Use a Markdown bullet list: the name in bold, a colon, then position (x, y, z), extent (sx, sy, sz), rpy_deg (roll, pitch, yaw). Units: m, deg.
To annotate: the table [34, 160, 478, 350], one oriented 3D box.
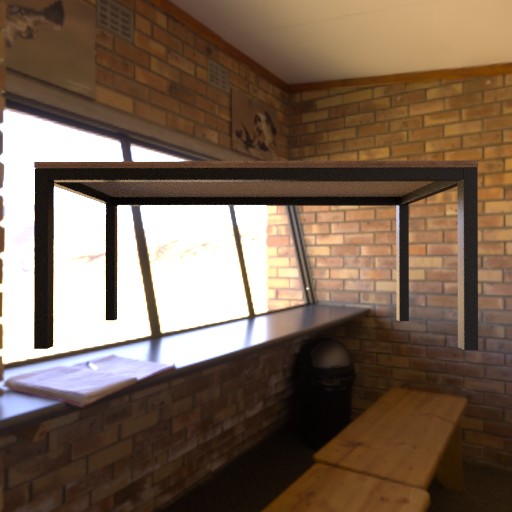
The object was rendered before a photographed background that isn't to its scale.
- **table**: position (0.000, 0.000, 2.243), extent (1.805, 0.767, 0.893), rpy_deg (0, 0, 1)
